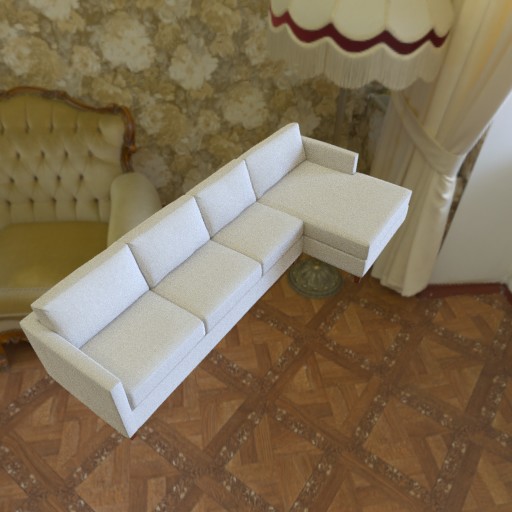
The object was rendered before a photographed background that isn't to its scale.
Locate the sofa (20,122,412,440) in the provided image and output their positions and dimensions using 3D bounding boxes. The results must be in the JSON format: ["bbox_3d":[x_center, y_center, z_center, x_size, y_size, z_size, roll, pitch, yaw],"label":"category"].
[{"bbox_3d":[0.000,0.000,3.914,1.599,0.954,3.471,25,48,25],"label":"sofa"}]
